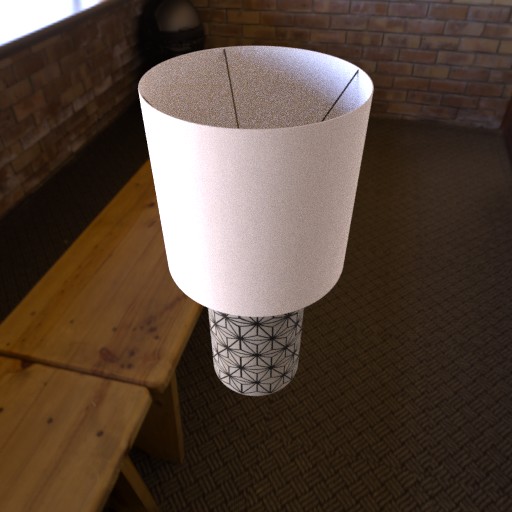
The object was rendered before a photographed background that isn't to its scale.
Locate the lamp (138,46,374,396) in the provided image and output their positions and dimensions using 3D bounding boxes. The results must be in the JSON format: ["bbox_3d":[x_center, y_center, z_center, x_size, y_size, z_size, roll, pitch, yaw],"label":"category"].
[{"bbox_3d":[0.000,0.000,0.531,0.206,0.416,0.206,-12,42,-14],"label":"lamp"}]
